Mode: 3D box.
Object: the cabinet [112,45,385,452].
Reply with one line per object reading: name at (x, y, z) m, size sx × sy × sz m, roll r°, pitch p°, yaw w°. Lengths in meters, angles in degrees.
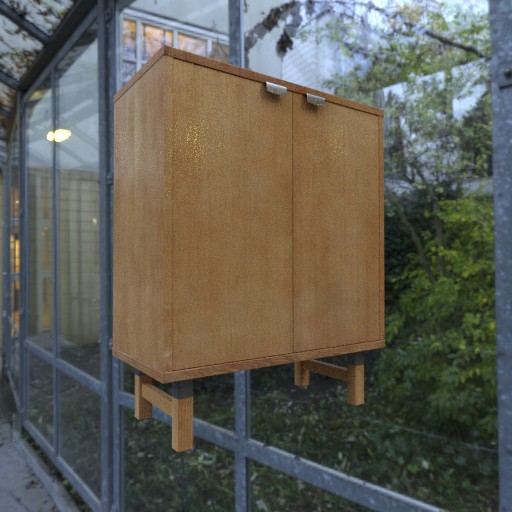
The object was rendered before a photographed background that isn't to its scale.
cabinet at (0.000, 0.000, 1.438) m, size 0.800 × 1.001 × 0.419 m, roll 1°, pitch -1°, yaw -35°
